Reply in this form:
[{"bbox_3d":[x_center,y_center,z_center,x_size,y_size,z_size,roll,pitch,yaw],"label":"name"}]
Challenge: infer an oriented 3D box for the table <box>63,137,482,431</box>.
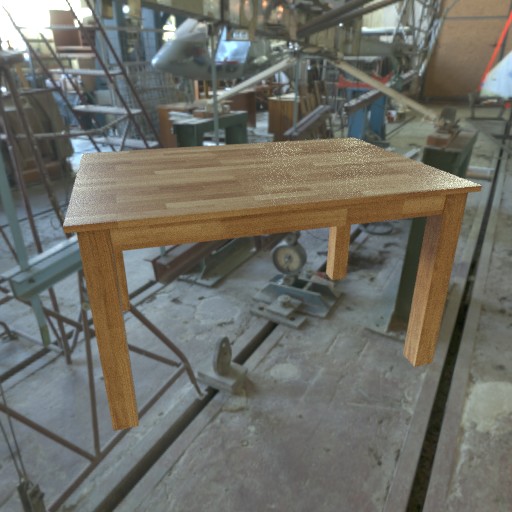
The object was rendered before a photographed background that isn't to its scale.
[{"bbox_3d":[0.000,0.000,1.855,1.300,0.750,0.900,-7,26,-15],"label":"table"}]
